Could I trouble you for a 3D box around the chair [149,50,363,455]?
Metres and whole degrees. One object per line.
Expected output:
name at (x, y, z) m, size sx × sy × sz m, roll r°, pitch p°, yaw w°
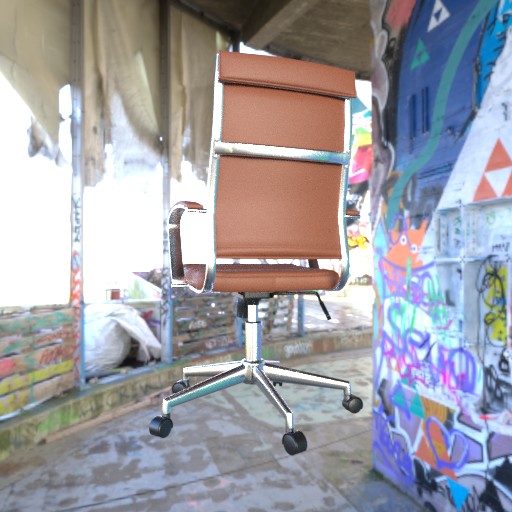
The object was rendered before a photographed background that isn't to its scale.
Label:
chair at (0.000, 0.000, 1.602) m, size 0.766 × 1.149 × 0.739 m, roll 0°, pitch -1°, yaw -19°
